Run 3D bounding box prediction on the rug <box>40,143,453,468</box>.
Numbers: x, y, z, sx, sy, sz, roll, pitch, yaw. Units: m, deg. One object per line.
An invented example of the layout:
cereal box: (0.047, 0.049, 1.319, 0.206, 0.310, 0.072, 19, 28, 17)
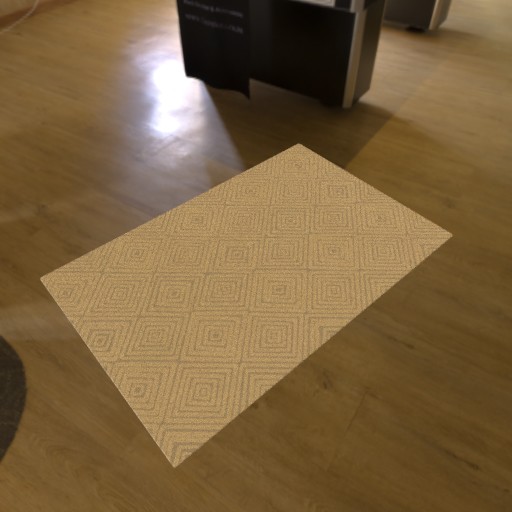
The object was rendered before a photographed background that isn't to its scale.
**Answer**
rug: (0.000, 0.000, 2.226, 1.753, 0.008, 1.143, -33, 55, -27)
